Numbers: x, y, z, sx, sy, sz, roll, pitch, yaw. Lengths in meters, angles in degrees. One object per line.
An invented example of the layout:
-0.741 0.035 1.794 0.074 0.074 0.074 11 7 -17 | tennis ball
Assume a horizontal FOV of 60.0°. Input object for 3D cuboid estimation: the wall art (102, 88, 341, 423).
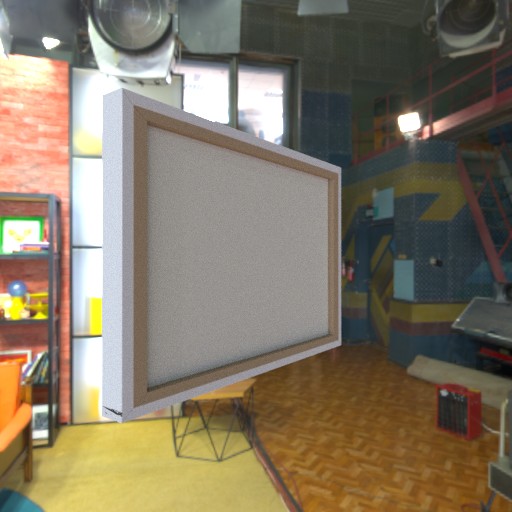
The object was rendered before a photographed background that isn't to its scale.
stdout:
0.000 0.000 0.802 0.042 0.414 0.608 0 0 37 | wall art
